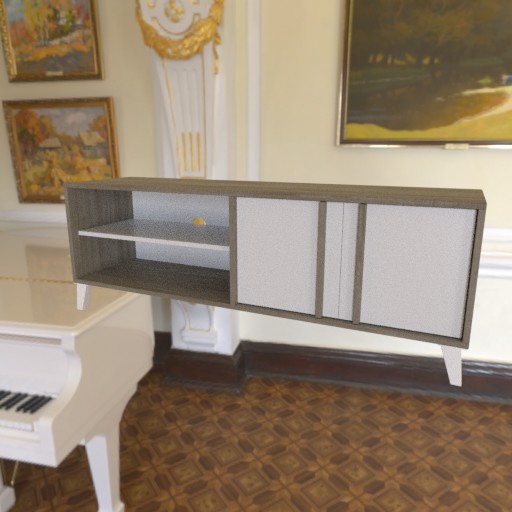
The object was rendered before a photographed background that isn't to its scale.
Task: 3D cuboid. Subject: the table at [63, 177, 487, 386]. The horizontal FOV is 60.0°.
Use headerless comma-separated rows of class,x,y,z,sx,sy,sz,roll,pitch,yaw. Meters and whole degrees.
table,0.000,0.000,1.691,1.500,0.530,0.400,6,15,24
